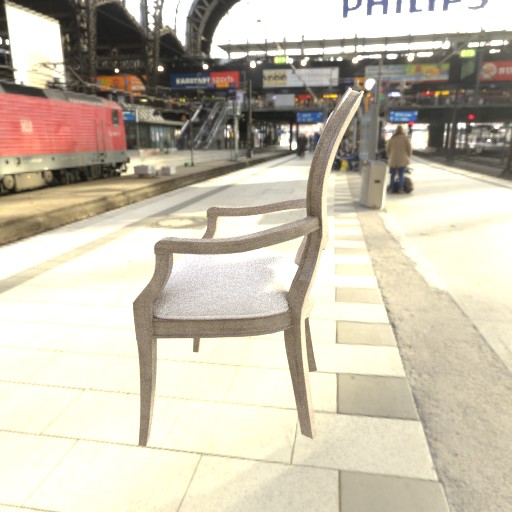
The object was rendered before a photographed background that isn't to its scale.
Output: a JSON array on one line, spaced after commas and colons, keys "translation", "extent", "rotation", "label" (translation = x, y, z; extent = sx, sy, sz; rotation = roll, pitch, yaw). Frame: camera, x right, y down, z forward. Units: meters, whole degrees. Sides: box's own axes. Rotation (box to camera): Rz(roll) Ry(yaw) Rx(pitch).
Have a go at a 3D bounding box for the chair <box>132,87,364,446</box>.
[{"translation": [0.000, 0.000, 1.401], "extent": [0.602, 0.991, 0.611], "rotation": [2, 15, 7], "label": "chair"}]
